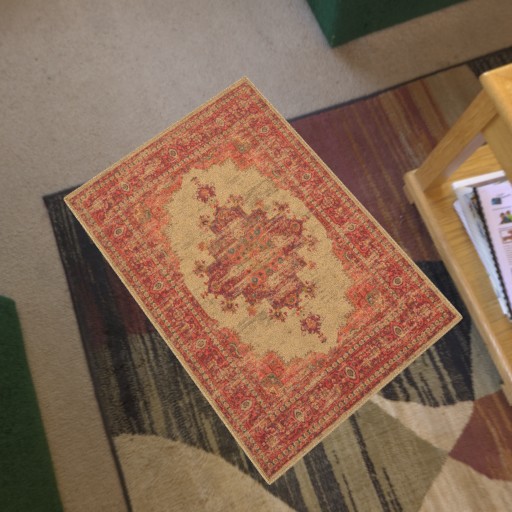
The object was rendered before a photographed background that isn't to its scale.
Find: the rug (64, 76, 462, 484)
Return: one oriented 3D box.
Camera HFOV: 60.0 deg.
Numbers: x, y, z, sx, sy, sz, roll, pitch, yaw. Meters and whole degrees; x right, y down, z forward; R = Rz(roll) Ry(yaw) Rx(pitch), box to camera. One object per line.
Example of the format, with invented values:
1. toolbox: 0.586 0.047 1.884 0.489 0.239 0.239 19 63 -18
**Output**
1. rug: 0.000 0.000 2.878 1.555 0.011 2.232 -37 78 -9
